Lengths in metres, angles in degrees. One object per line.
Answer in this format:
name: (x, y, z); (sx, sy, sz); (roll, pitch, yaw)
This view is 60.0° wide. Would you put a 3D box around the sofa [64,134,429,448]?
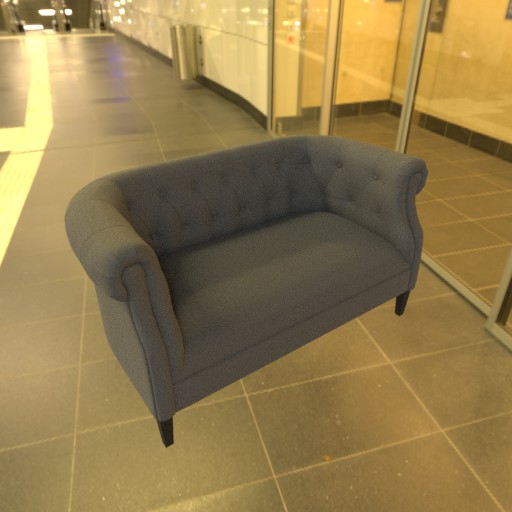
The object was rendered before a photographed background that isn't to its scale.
sofa: (0.000, 0.000, 2.054); (1.558, 0.827, 0.835); (-20, 36, -30)
